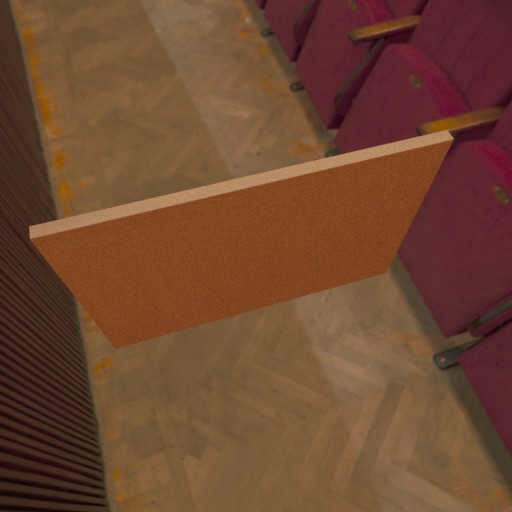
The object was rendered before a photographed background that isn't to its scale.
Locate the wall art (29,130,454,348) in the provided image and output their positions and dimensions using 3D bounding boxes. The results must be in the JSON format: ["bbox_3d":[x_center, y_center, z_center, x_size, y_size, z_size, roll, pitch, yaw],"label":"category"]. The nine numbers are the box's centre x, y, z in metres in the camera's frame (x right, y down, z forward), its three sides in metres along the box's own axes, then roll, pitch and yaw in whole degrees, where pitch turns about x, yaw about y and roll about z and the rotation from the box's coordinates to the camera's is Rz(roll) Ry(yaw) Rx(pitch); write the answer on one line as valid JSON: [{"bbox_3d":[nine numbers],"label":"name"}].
[{"bbox_3d":[0.000,0.000,0.797,0.615,0.410,0.021,-15,60,-9],"label":"wall art"}]
